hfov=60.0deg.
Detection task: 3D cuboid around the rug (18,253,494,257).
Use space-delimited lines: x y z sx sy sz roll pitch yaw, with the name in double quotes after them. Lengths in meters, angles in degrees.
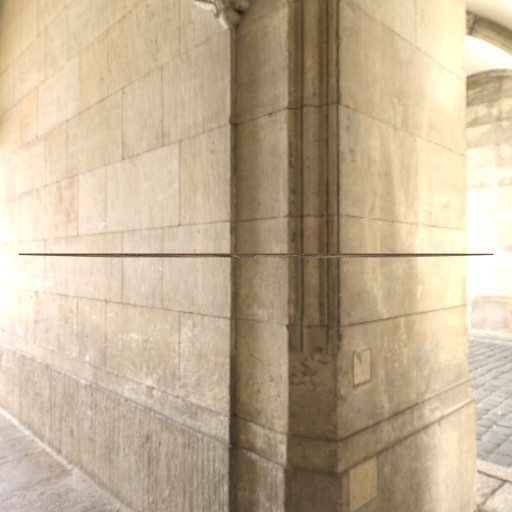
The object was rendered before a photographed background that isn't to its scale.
0.000 0.000 2.307 1.829 0.008 1.219 0 -1 -1 "rug"
